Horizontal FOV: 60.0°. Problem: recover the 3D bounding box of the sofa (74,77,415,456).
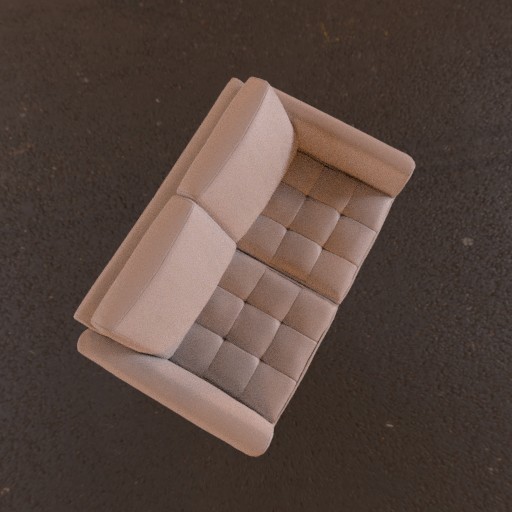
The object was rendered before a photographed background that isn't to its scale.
[{"bbox_3d":[0.000,0.000,2.473,1.121,0.930,1.819,29,78,7],"label":"sofa"}]
